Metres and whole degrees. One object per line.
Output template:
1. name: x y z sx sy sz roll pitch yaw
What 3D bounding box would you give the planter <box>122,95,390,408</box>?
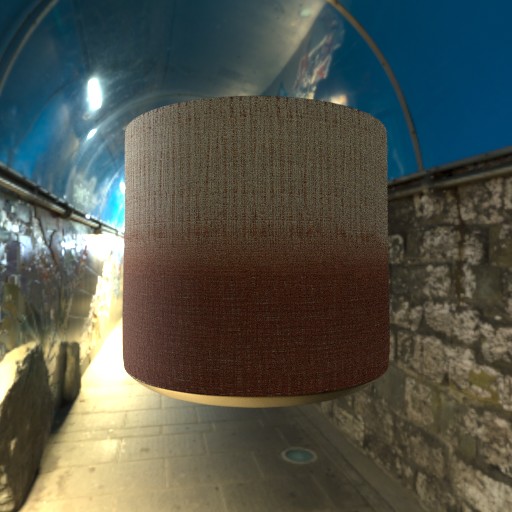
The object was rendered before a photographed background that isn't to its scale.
1. planter: 0.000 0.000 0.382 0.221 0.201 0.221 0 0 0
